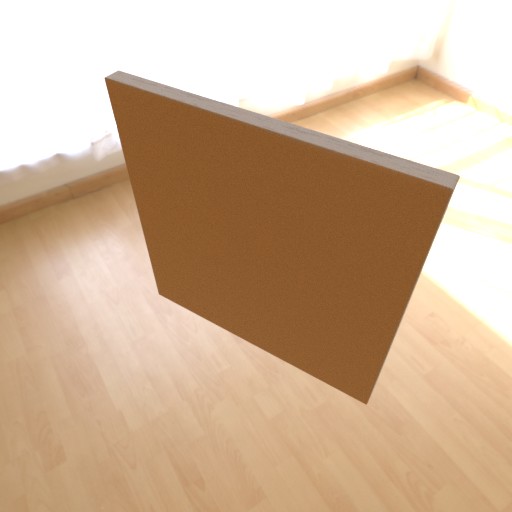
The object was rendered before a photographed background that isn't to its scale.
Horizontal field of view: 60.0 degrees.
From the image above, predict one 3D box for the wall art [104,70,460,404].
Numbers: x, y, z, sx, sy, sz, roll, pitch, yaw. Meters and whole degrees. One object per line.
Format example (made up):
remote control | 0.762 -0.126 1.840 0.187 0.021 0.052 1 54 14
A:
wall art | 0.000 0.000 1.905 1.287 1.288 0.078 24 51 21
